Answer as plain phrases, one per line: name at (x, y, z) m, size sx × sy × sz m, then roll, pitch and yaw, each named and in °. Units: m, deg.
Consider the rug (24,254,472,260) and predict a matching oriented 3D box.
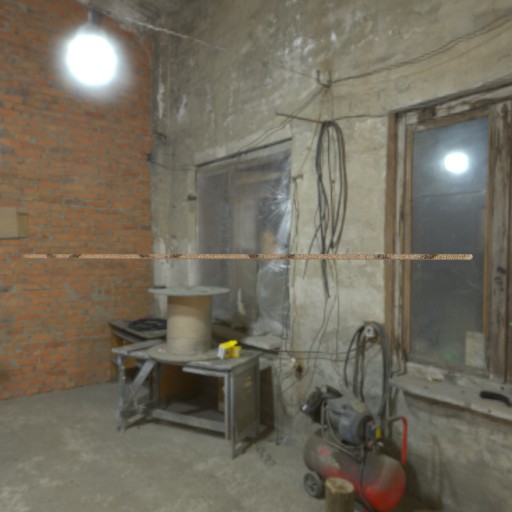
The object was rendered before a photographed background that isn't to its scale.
rug at (0.000, 0.000, 2.919) m, size 2.348 × 0.024 × 1.501 m, roll 0°, pitch 0°, yaw 16°
